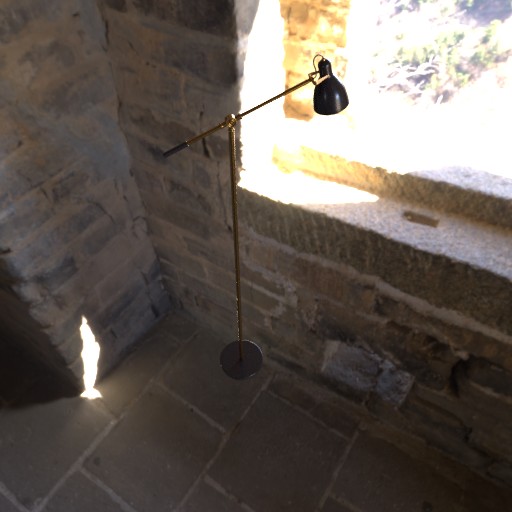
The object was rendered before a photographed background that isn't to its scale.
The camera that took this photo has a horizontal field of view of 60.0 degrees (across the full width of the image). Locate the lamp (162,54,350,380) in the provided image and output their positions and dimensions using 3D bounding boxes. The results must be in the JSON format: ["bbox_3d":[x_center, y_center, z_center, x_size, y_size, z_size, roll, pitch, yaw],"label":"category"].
[{"bbox_3d":[0.000,0.000,1.868,0.618,1.628,0.235,-10,47,-9],"label":"lamp"}]
